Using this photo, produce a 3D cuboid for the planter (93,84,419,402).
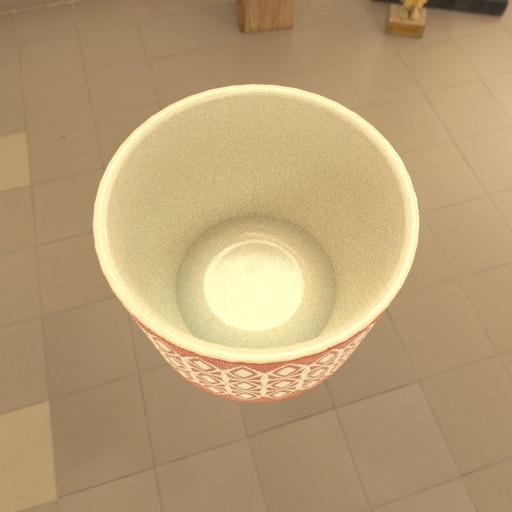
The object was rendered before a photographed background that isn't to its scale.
[{"bbox_3d":[0.000,0.000,0.329,0.192,0.148,0.192,0,64,0],"label":"planter"}]
